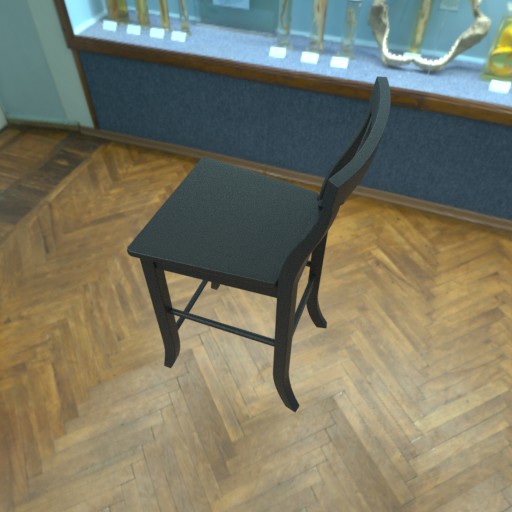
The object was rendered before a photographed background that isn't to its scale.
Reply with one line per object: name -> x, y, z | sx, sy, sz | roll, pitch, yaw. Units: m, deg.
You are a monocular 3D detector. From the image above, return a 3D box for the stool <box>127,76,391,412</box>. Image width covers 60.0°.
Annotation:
stool -> 0.000, 0.000, 1.320 | 0.559, 0.989, 0.452 | 16, 49, 15
